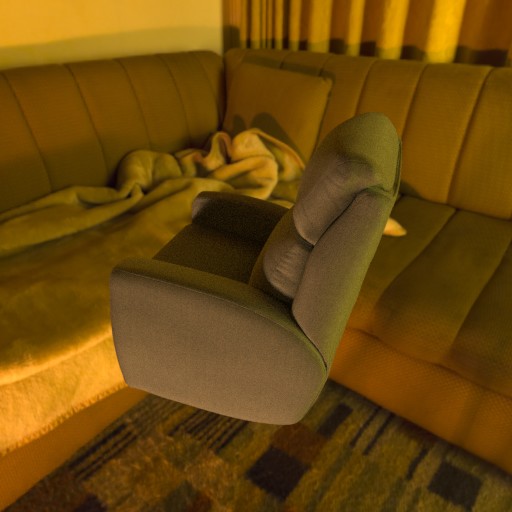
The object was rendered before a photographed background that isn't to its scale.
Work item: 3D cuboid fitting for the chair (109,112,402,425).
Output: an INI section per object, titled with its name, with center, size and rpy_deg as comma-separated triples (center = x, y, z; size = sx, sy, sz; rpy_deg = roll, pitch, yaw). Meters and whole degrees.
[chair]
center = 0.000, 0.000, 1.686
size = 0.940, 1.016, 0.794
rpy_deg = 9, 31, 15
